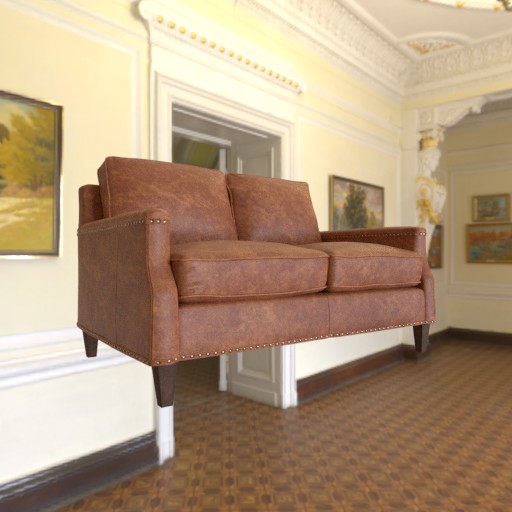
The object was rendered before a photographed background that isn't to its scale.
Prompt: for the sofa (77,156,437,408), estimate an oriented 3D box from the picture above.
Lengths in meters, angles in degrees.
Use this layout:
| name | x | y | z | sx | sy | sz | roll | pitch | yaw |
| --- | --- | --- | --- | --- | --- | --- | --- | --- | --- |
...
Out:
| name | x | y | z | sx | sy | sz | roll | pitch | yaw |
| --- | --- | --- | --- | --- | --- | --- | --- | --- | --- |
| sofa | 0.000 | 0.000 | 2.290 | 1.597 | 1.003 | 1.084 | 0 | 0 | -36 |
